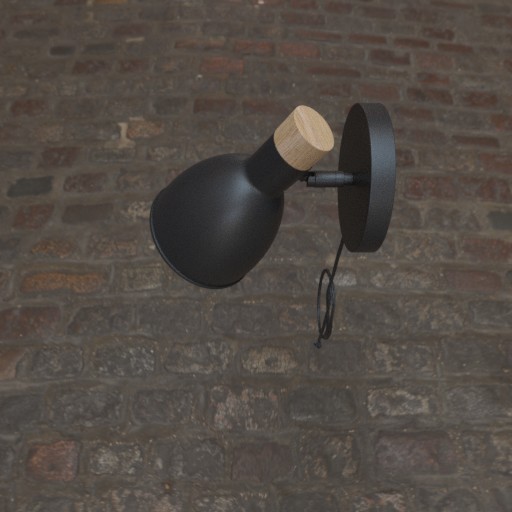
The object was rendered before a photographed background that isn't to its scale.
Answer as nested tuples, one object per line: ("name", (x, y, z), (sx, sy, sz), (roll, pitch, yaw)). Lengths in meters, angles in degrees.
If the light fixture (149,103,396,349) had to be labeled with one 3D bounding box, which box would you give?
("light fixture", (0.000, 0.000, 0.495), (0.203, 0.401, 0.127), (0, 59, 0))
